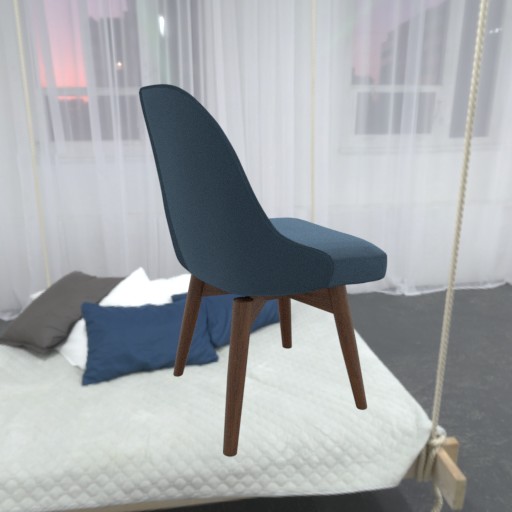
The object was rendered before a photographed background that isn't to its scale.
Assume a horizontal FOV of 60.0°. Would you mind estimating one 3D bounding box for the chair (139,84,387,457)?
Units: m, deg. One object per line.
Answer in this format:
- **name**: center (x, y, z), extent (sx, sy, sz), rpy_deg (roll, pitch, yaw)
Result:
- **chair**: center (0.000, 0.000, 1.264), extent (0.589, 0.882, 0.503), rpy_deg (-8, 18, -26)
